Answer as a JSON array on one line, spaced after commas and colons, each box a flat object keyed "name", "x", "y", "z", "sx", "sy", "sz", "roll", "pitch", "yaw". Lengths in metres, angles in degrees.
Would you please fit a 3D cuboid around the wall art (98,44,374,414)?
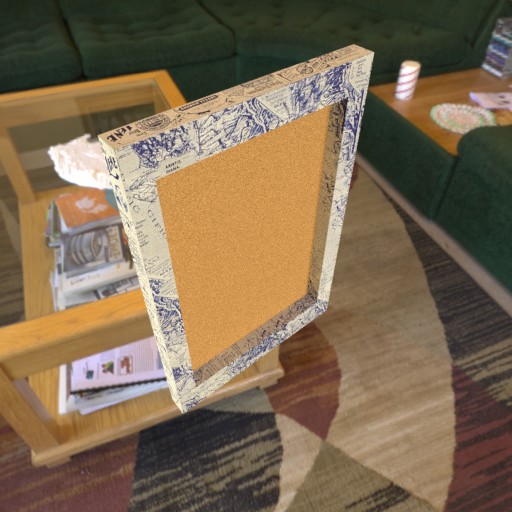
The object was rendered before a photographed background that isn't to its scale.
[{"name": "wall art", "x": 0.000, "y": 0.000, "z": 0.769, "sx": 0.408, "sy": 0.601, "sz": 0.040, "roll": -30, "pitch": 53, "yaw": -27}]
